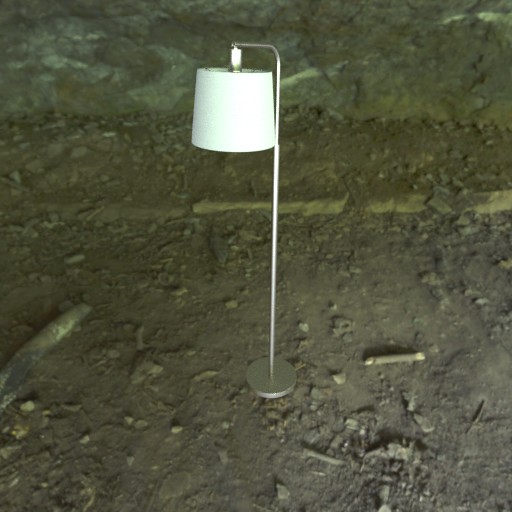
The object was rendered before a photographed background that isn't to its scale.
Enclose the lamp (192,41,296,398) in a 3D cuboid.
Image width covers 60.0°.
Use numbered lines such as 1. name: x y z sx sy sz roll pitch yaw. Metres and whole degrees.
1. lamp: 0.000 0.000 1.679 0.254 1.478 0.508 18 34 29
